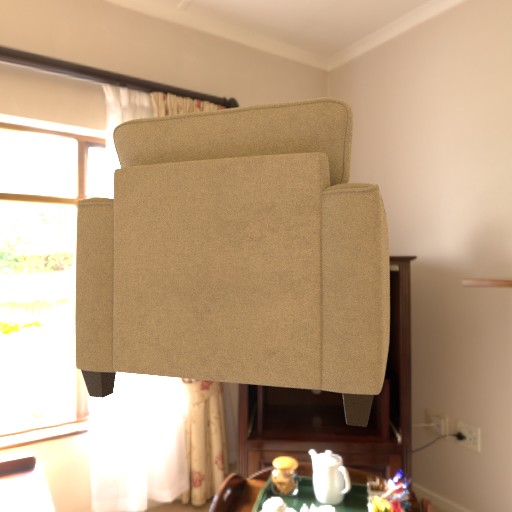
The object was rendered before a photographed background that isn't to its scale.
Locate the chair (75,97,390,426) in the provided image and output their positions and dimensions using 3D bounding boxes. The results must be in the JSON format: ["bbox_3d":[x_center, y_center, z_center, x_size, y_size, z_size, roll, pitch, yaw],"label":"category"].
[{"bbox_3d":[0.000,0.000,1.771,1.015,0.965,0.939,0,-1,18],"label":"chair"}]
